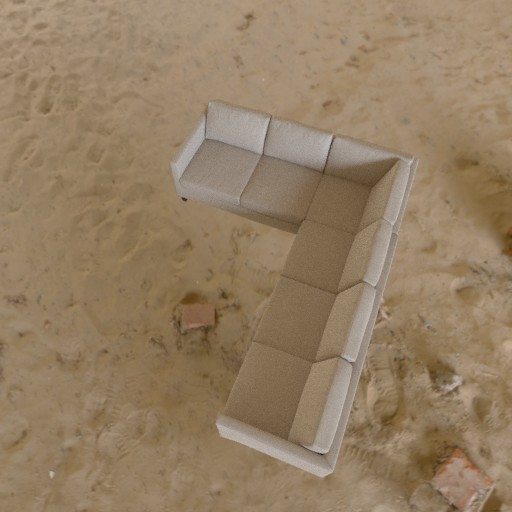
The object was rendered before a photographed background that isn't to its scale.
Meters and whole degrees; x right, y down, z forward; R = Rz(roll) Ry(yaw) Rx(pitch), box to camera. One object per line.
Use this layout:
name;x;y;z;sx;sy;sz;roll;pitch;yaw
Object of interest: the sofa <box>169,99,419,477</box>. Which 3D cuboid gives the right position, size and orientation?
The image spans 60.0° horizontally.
sofa;0.000;0.000;4.302;2.432;0.863;3.182;19;61;11
